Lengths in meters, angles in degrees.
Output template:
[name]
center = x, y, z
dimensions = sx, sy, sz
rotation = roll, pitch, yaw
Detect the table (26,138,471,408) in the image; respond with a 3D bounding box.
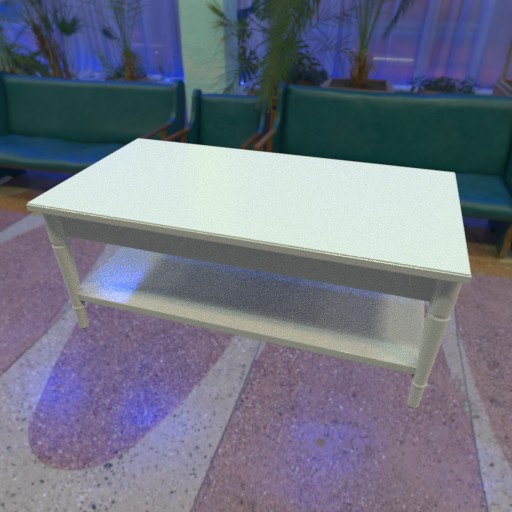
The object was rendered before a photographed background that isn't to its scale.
[table]
center = 0.000, 0.000, 1.352
dimensions = 1.067, 0.457, 0.559
rotation = 10, 34, 15
